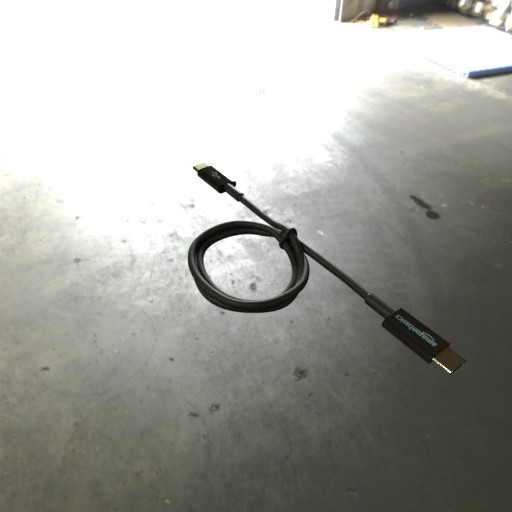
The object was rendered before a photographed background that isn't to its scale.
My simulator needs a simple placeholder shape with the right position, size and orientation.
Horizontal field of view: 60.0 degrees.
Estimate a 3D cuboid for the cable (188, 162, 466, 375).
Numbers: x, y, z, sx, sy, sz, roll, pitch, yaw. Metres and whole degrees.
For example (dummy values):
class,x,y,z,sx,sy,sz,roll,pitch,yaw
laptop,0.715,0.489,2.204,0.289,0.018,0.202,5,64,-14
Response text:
class,x,y,z,sx,sy,sz,roll,pitch,yaw
cable,0.000,0.000,0.227,0.070,0.014,0.203,-26,48,-27
